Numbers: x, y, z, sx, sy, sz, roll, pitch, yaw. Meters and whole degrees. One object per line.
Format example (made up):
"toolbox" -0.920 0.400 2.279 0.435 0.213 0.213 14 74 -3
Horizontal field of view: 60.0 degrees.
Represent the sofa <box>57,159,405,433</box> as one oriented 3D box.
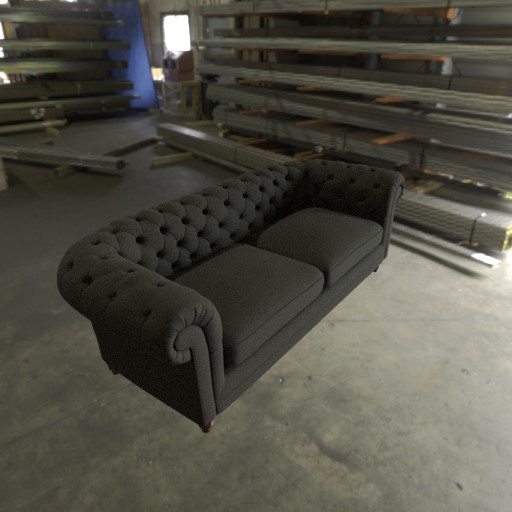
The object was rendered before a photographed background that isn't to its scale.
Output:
"sofa" 0.000 0.000 2.720 0.991 0.762 2.362 18 32 32
